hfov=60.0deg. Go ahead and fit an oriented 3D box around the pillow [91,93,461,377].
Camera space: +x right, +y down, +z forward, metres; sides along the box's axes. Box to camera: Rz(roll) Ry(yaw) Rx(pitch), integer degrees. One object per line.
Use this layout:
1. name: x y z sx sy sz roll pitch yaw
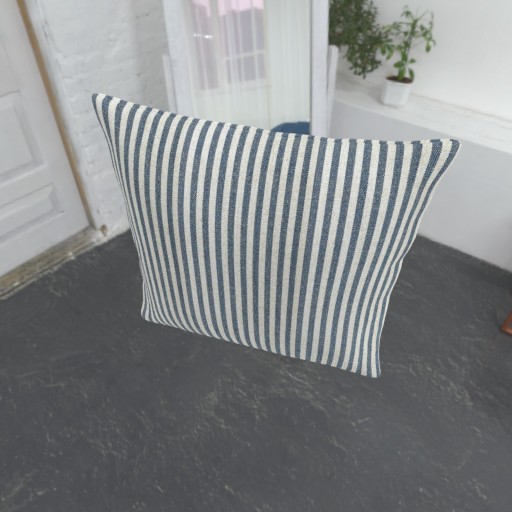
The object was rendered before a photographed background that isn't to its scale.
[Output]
1. pillow: 0.000 0.000 0.766 0.523 0.510 0.166 11 44 12
